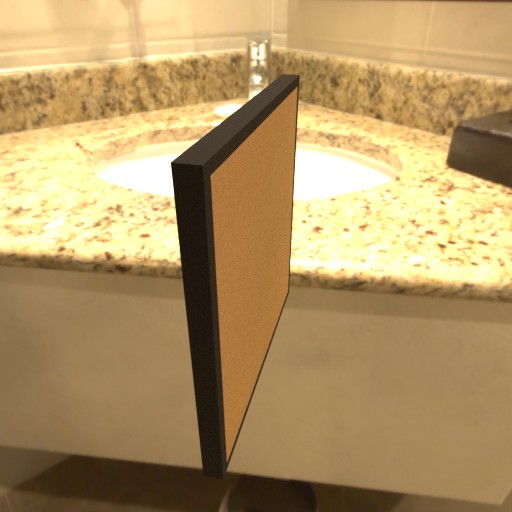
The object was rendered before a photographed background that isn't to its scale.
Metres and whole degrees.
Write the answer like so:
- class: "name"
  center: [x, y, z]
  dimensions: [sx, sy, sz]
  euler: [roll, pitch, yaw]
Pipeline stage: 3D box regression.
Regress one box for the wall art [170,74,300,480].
- class: "wall art"
  center: [0.000, 0.000, 0.765]
  dimensions: [0.033, 0.507, 0.508]
  euler: [8, 32, 13]
